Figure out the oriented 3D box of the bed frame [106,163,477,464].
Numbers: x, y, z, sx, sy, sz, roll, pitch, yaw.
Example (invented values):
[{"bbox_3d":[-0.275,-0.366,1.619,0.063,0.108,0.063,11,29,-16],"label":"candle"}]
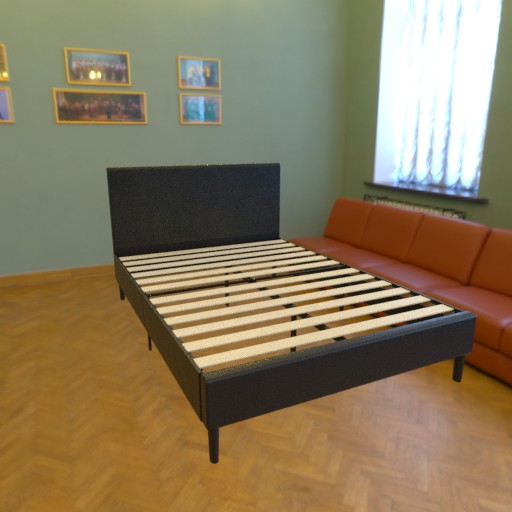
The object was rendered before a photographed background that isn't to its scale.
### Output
[{"bbox_3d":[0.000,0.000,2.850,1.469,1.046,2.152,-7,16,-25],"label":"bed frame"}]
